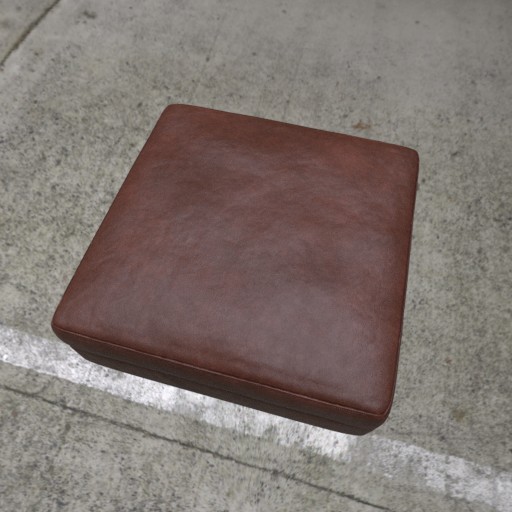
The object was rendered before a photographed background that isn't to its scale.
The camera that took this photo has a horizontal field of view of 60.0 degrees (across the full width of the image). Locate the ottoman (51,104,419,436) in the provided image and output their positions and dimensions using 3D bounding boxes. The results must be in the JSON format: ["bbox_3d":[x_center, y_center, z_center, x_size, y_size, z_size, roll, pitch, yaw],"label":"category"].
[{"bbox_3d":[0.000,0.000,1.325,0.836,0.415,0.844,13,60,8],"label":"ottoman"}]
